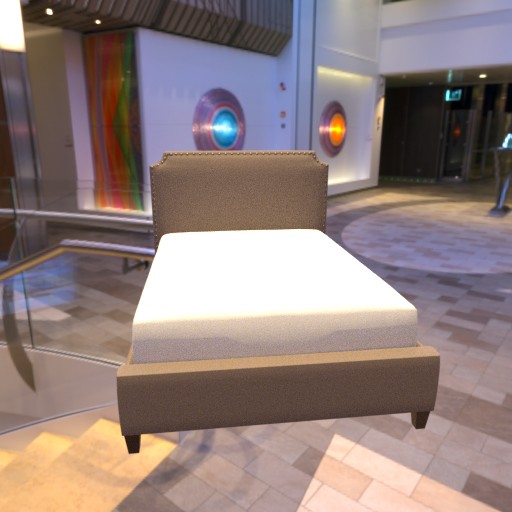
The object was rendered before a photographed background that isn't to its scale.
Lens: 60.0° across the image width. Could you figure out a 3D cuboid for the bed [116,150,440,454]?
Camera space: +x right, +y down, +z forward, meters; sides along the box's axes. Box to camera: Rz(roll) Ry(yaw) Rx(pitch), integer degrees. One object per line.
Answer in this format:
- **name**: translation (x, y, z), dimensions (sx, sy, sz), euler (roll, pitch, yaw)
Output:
- **bed**: translation (0.000, 0.000, 3.303), dimensions (1.713, 1.443, 2.372), euler (-2, 16, -7)
